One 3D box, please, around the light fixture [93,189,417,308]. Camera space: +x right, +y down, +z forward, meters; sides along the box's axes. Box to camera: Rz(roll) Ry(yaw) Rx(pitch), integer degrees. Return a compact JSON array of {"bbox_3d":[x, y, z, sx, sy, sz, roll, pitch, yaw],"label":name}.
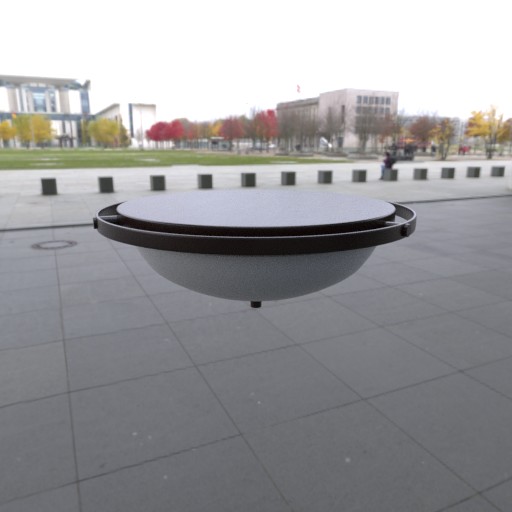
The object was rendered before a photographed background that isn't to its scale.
[{"bbox_3d":[0.000,0.000,0.542,0.361,0.130,0.361,0,14,0],"label":"light fixture"}]
